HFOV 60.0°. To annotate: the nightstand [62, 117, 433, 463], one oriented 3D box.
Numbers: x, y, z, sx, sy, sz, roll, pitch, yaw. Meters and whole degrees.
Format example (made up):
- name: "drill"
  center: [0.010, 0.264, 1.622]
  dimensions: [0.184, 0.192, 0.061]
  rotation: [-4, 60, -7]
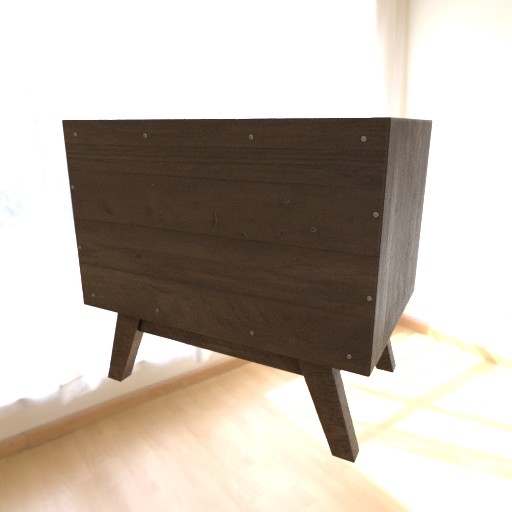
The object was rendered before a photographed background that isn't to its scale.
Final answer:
- name: "nightstand"
  center: [0.000, 0.000, 1.020]
  dimensions: [0.650, 0.599, 0.450]
  rotation: [9, 19, 27]
